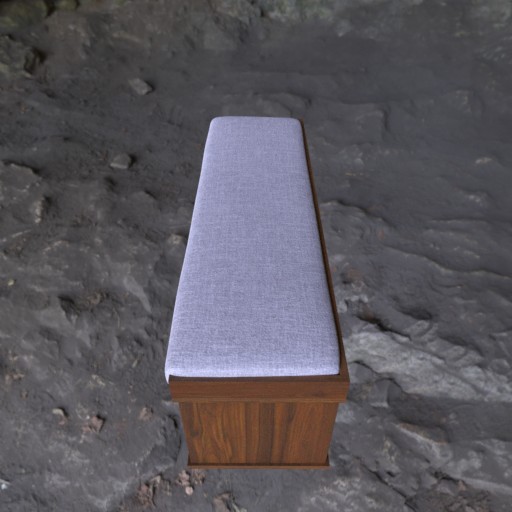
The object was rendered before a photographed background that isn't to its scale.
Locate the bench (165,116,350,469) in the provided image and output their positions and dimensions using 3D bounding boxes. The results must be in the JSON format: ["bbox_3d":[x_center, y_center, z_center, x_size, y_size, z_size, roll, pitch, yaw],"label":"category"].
[{"bbox_3d":[0.000,0.000,1.433,0.367,0.468,1.196,0,41,0],"label":"bench"}]
